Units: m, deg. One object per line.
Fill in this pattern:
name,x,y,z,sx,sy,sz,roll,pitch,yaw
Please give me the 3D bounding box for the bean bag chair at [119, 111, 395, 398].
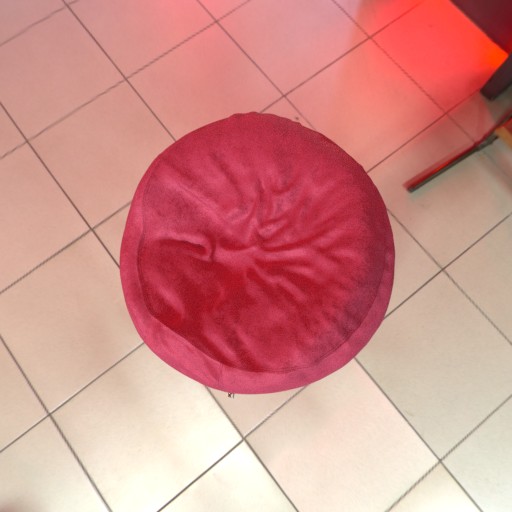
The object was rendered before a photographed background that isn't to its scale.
bean bag chair,0.000,0.000,1.987,1.218,0.788,1.218,0,75,0
